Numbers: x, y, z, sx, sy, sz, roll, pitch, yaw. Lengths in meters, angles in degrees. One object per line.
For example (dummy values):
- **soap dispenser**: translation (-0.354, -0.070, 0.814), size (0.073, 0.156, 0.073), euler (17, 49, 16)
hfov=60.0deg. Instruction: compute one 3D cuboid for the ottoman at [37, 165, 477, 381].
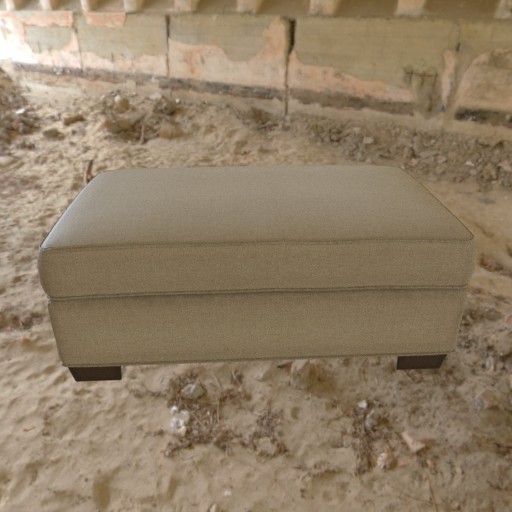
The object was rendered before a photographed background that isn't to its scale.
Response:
- **ottoman**: translation (0.000, 0.000, 1.407), size (1.097, 0.461, 0.617), euler (-1, 29, -3)
